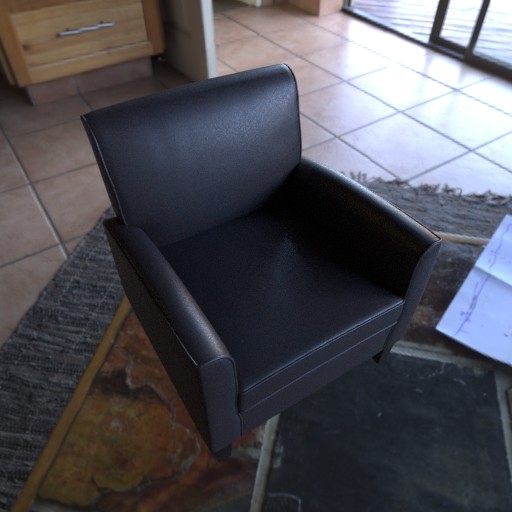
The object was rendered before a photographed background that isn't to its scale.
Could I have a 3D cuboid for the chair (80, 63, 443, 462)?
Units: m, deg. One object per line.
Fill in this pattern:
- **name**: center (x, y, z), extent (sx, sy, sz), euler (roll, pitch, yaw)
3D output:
- **chair**: center (0.000, 0.000, 1.512), extent (0.820, 0.916, 0.819), euler (-24, 50, -22)
